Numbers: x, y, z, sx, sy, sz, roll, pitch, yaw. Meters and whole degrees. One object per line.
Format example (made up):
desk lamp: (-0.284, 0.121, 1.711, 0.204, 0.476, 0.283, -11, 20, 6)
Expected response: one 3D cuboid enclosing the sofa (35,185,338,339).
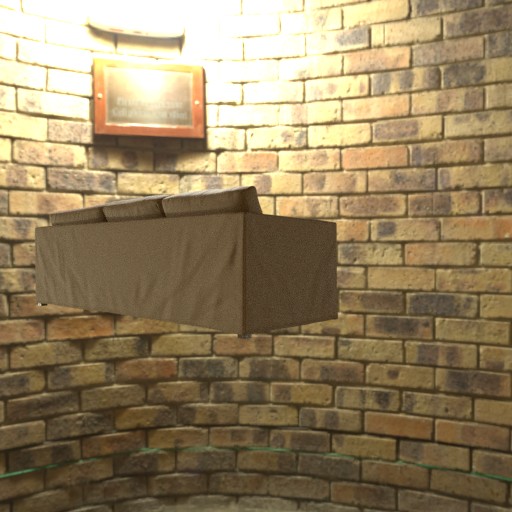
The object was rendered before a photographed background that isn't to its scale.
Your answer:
sofa: (0.000, 0.000, 4.334, 2.432, 0.871, 3.182, 0, 1, 39)
